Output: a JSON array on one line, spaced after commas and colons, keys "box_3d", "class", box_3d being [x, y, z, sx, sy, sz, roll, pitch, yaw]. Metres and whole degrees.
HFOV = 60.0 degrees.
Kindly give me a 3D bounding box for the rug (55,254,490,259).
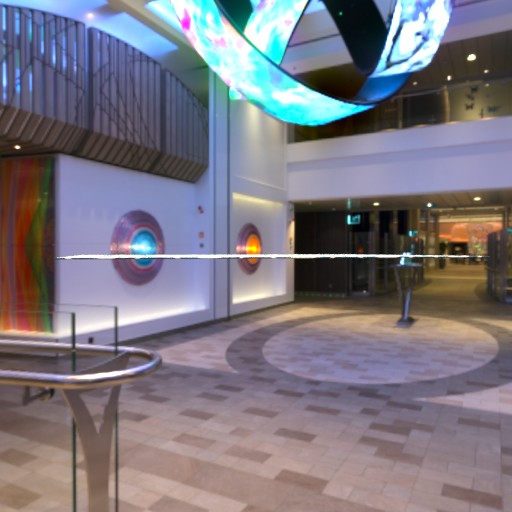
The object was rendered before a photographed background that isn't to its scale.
[{"box_3d": [0.000, 0.000, 4.367, 3.353, 0.010, 2.438, 0, 1, -18], "class": "rug"}]
